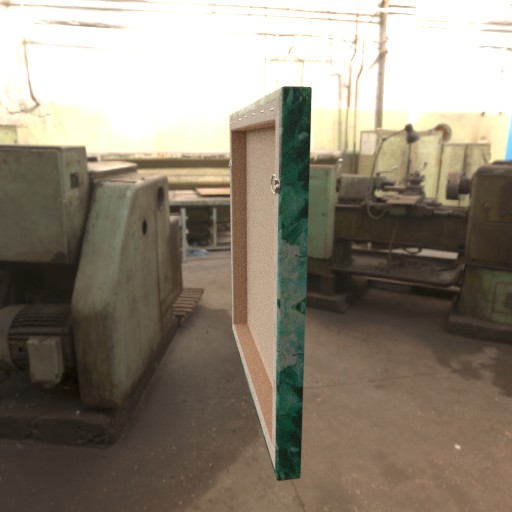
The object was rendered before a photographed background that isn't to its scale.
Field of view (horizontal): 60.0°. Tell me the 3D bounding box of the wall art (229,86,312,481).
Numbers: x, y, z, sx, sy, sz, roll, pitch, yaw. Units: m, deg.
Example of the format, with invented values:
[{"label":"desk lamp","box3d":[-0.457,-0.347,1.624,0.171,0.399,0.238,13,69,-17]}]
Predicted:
[{"label":"wall art","box3d":[0.000,0.000,0.783,0.038,0.508,0.507,-2,15,-10]}]
